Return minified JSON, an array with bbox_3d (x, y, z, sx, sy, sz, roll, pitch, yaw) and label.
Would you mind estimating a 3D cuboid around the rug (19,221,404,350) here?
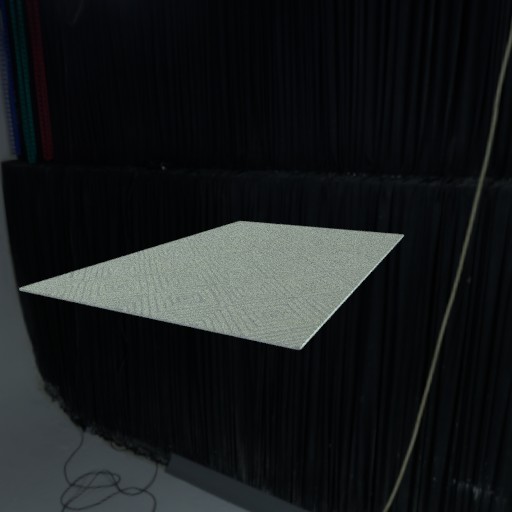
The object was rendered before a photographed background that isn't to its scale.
[{"bbox_3d":[0.000,0.000,2.199,1.143,0.008,1.753,7,15,26],"label":"rug"}]
